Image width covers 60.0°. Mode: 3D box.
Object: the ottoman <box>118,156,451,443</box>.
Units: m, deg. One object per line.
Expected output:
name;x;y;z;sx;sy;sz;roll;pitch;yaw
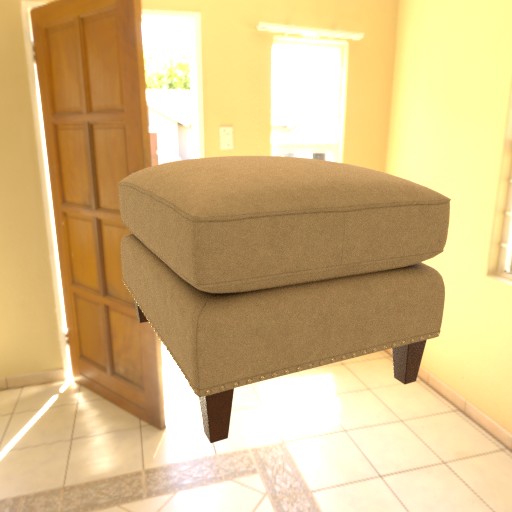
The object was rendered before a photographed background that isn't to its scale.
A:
ottoman;0.000;0.000;1.164;0.584;0.513;0.741;-7;16;-25
